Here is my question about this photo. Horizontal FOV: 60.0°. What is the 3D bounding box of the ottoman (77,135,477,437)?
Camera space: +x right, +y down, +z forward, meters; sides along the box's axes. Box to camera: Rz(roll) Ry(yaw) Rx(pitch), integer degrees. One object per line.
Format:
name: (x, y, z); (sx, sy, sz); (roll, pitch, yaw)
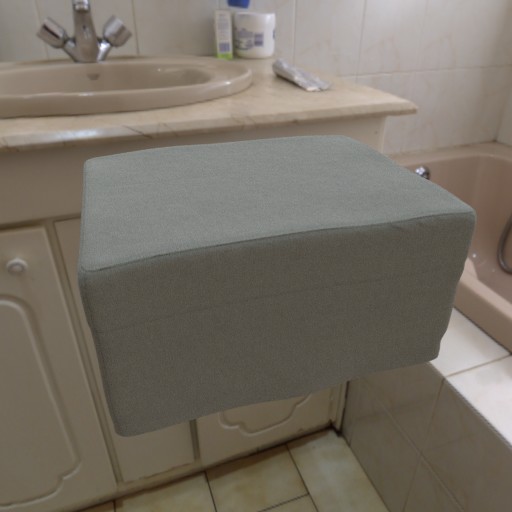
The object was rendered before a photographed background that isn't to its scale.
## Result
ottoman: (0.000, 0.000, 1.205); (0.833, 0.461, 0.648); (-9, 32, -15)
